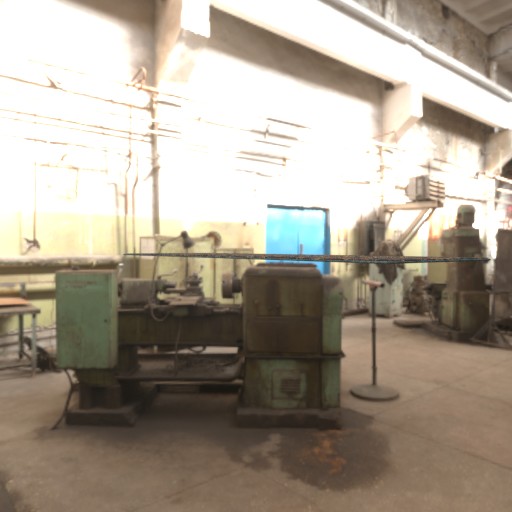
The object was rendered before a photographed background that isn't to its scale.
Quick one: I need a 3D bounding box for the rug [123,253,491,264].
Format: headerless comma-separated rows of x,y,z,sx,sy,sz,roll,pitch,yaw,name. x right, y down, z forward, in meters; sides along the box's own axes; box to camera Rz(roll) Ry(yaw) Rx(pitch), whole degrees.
0.000,0.000,2.525,0.685,0.014,2.292,-1,1,-37,rug
